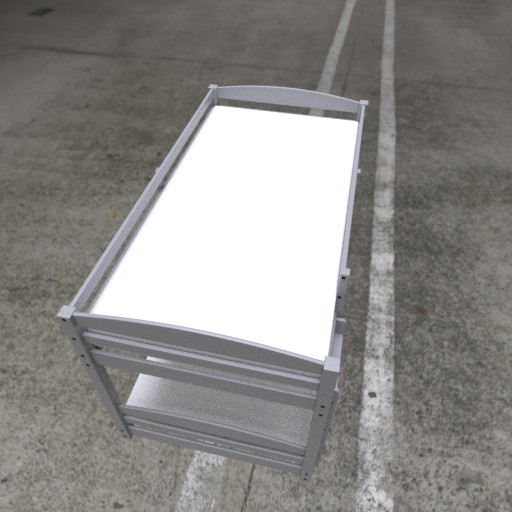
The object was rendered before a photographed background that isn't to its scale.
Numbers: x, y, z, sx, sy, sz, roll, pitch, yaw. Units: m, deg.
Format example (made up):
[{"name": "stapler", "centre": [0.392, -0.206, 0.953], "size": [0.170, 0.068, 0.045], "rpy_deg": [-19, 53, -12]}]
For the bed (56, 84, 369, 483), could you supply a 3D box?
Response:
[{"name": "bed", "centre": [0.000, 0.000, 2.683], "size": [1.105, 1.206, 2.013], "rpy_deg": [9, 47, 9]}]
